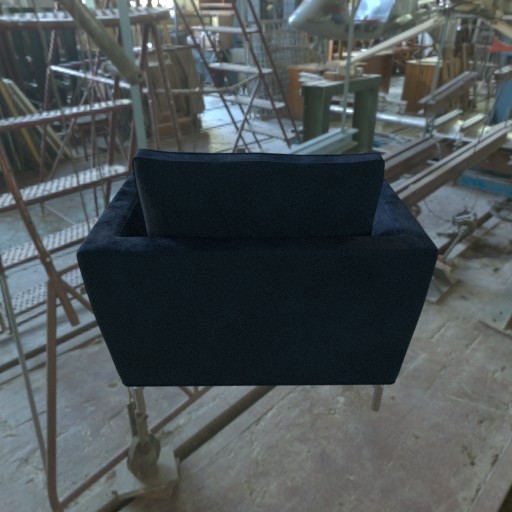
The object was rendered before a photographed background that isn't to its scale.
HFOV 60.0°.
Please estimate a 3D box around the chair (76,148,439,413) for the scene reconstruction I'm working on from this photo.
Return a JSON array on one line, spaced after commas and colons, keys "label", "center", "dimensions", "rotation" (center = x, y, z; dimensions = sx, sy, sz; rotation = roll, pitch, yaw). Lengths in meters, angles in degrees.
[{"label": "chair", "center": [0.000, 0.000, 1.593], "dimensions": [0.977, 0.893, 0.746], "rotation": [0, 30, -1]}]
